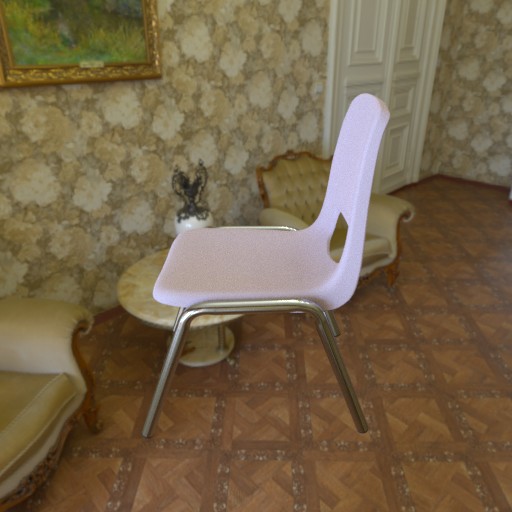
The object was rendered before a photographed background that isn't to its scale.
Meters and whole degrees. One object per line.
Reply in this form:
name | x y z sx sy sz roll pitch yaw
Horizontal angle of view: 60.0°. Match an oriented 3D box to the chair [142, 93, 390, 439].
chair | 0.000 0.000 0.852 0.423 0.586 0.354 0 25 0
